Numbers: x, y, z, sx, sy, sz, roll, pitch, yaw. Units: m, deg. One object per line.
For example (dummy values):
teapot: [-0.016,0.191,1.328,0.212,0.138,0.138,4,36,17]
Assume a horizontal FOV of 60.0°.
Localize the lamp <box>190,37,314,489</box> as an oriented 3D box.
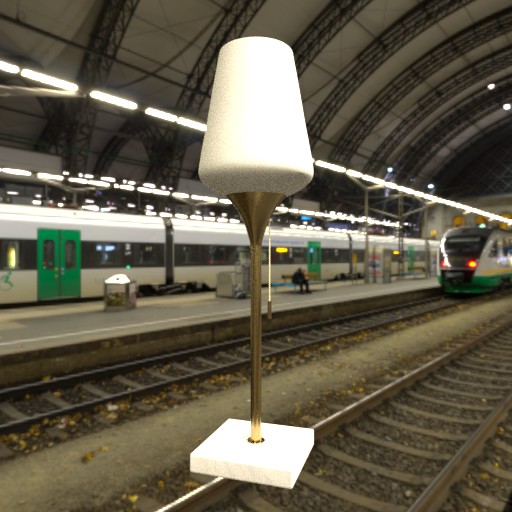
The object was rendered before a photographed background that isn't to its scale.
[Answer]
lamp: [0.000,0.000,0.702,0.181,0.639,0.181,0,0,19]
